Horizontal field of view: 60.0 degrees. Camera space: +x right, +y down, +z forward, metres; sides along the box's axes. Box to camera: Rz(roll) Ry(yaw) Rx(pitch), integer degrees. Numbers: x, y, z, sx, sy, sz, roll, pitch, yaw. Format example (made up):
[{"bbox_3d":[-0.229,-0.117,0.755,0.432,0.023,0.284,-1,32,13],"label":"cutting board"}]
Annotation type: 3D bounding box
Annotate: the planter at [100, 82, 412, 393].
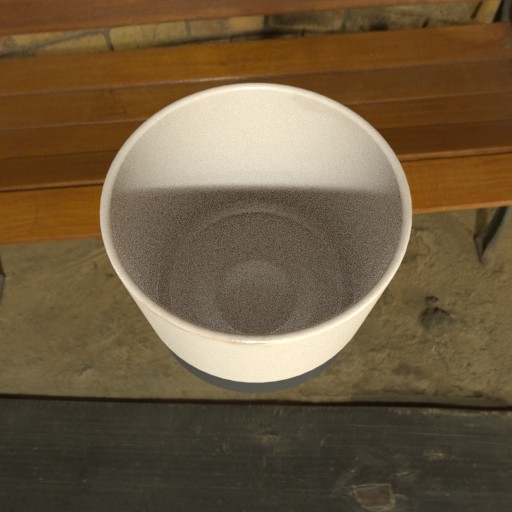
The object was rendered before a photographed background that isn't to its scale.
[{"bbox_3d":[0.000,0.000,0.354,0.193,0.177,0.193,0,63,0],"label":"planter"}]
